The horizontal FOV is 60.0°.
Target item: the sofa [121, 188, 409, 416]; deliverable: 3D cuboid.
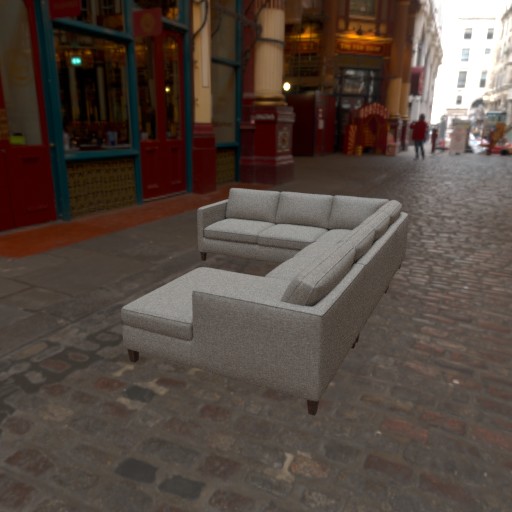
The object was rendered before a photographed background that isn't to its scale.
[{"bbox_3d":[0.000,0.000,4.579,2.551,0.889,3.403,8,19,25],"label":"sofa"}]
